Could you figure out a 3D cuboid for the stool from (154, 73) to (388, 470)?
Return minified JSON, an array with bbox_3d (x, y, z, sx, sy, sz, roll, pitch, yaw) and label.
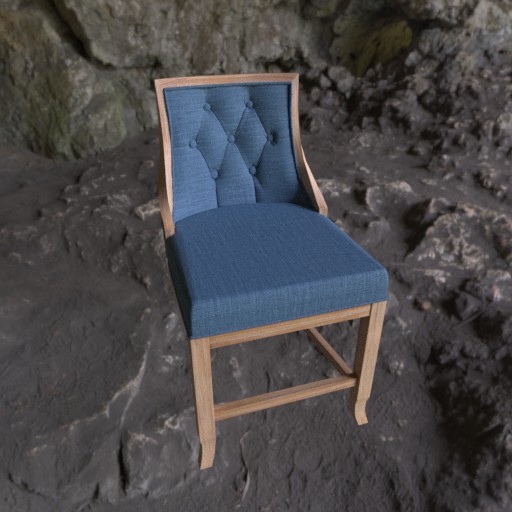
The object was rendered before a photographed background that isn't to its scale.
[{"bbox_3d":[0.000,0.000,1.322,0.524,0.938,0.626,-9,31,-15],"label":"stool"}]
